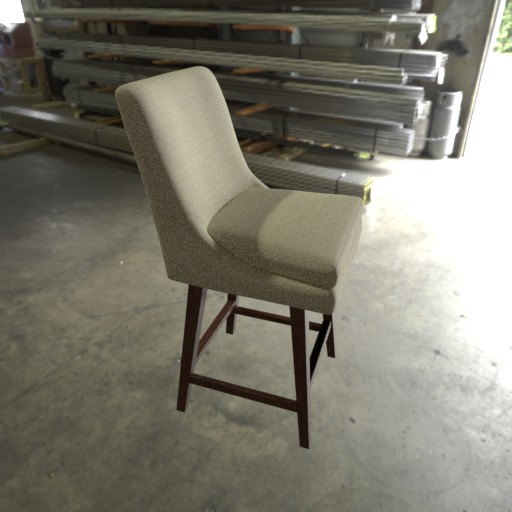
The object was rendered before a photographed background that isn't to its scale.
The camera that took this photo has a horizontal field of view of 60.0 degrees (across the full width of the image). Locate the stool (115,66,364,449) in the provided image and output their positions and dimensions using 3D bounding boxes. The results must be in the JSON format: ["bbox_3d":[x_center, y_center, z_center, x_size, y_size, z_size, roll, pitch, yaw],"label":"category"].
[{"bbox_3d":[0.000,0.000,1.319,0.559,0.991,0.483,10,31,17],"label":"stool"}]
